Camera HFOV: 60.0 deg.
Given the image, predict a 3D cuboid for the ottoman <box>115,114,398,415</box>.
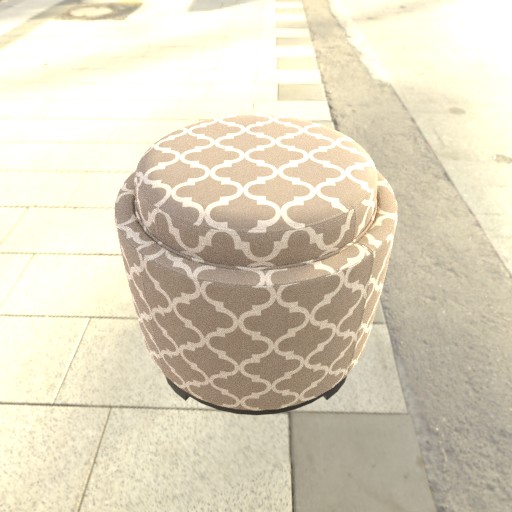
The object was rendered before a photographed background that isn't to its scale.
[{"bbox_3d":[0.000,0.000,0.849,0.480,0.429,0.480,0,40,0],"label":"ottoman"}]
